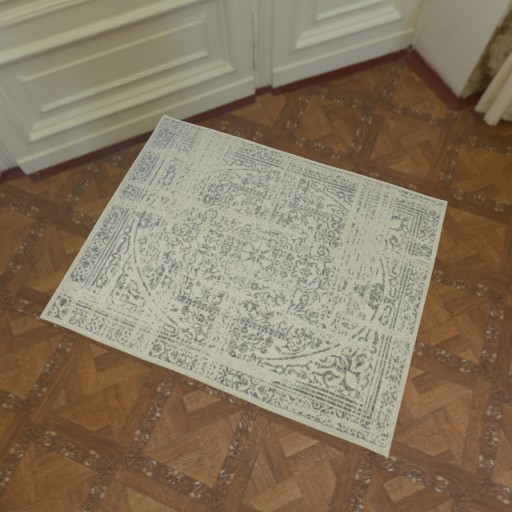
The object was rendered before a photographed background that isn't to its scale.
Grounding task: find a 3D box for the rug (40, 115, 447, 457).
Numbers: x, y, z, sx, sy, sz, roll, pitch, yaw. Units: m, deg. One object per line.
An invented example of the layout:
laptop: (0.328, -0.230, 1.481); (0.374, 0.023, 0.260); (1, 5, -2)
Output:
rug: (0.000, 0.000, 3.850); (2.921, 0.032, 2.311); (19, 66, 9)
